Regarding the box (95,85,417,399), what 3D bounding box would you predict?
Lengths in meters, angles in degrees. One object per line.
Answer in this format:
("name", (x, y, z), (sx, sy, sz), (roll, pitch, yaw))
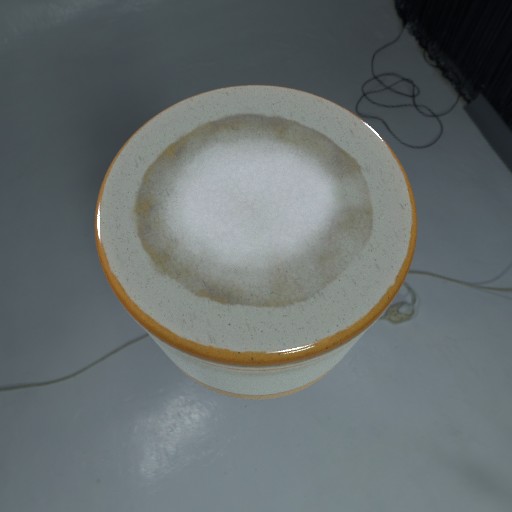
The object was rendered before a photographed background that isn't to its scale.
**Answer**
("box", (0.000, 0.000, 0.211), (0.123, 0.100, 0.123), (0, 64, 0))
